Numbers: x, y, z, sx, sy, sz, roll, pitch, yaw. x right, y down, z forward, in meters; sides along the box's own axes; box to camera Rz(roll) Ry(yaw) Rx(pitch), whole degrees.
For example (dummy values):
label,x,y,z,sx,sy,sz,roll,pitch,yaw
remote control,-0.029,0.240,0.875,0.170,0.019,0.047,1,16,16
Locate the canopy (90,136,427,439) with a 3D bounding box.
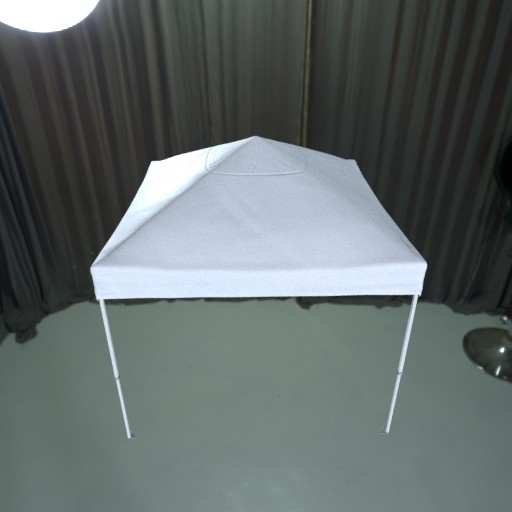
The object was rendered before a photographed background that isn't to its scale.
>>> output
label,x,y,z,sx,sy,sz,roll,pitch,yaw
canopy,0.000,0.000,5.552,2.996,2.997,2.998,-1,30,-1
